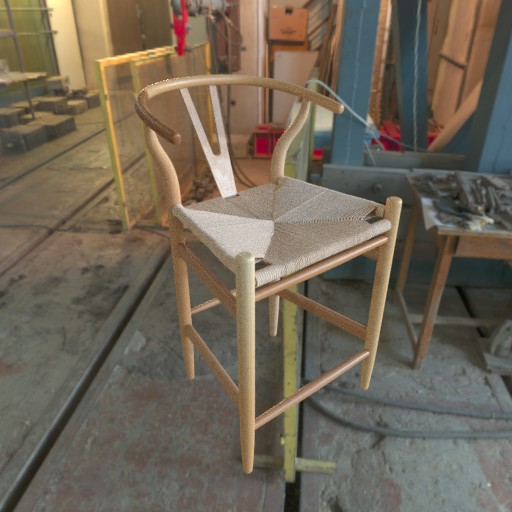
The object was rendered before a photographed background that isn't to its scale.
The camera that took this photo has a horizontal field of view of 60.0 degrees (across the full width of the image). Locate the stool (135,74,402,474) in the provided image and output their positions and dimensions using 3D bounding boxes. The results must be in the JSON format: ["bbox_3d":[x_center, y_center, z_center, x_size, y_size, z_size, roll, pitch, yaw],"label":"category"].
[{"bbox_3d":[0.000,0.000,1.285,0.536,0.923,0.575,-21,35,-33],"label":"stool"}]
